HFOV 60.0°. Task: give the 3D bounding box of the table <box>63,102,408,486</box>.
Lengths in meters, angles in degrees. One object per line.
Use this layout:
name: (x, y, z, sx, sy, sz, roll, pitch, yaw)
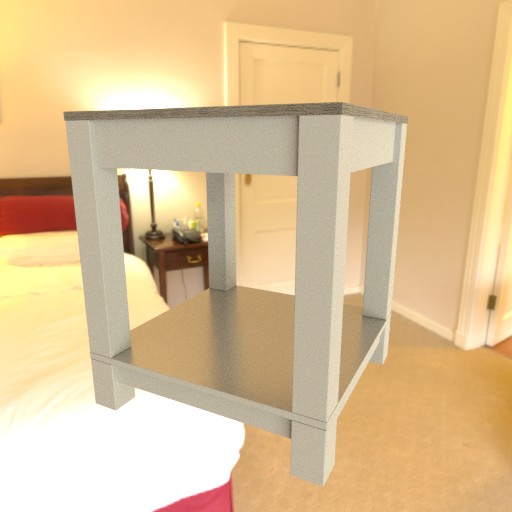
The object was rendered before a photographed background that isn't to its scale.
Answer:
table: (0.000, 0.000, 0.964, 0.506, 0.587, 0.504, 8, 17, 26)
